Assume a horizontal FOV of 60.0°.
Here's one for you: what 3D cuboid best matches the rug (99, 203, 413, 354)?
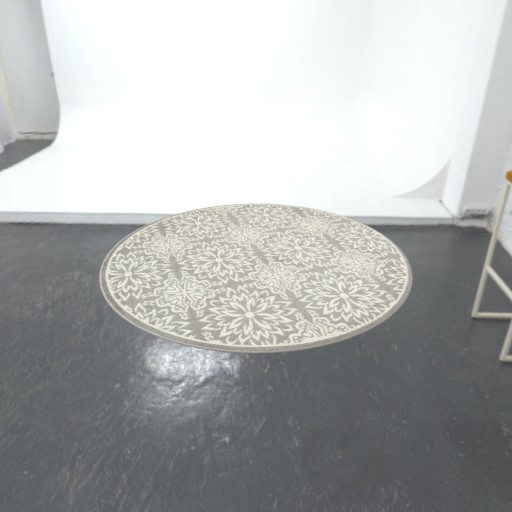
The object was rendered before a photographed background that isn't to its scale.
[{"bbox_3d":[0.000,0.000,2.361,1.593,0.012,1.593,0,27,0],"label":"rug"}]
